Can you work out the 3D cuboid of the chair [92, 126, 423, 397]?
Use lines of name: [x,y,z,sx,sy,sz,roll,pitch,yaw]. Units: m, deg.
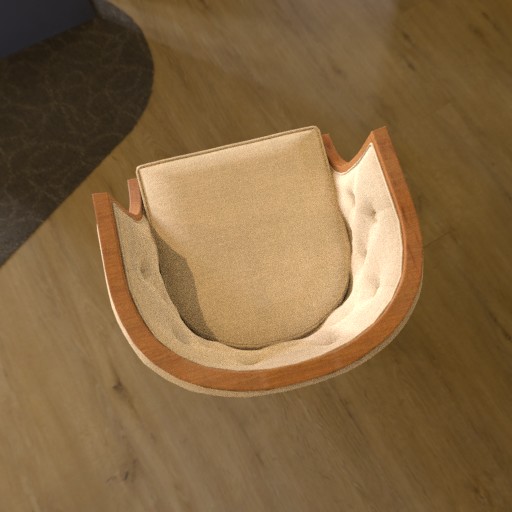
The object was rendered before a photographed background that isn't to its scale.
chair: [0.000,0.000,1.338,0.711,0.775,0.757,-14,76,-3]
